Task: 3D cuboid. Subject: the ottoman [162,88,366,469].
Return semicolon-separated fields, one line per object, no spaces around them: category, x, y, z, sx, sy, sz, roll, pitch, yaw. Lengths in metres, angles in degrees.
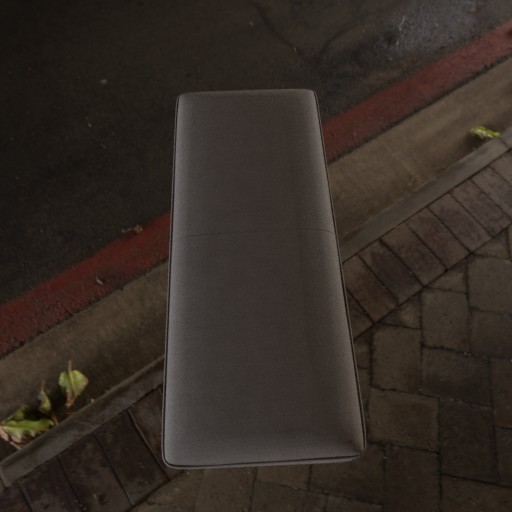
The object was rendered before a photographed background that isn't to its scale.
ottoman;0.000;0.000;2.054;0.751;0.470;1.764;-2;64;-1
